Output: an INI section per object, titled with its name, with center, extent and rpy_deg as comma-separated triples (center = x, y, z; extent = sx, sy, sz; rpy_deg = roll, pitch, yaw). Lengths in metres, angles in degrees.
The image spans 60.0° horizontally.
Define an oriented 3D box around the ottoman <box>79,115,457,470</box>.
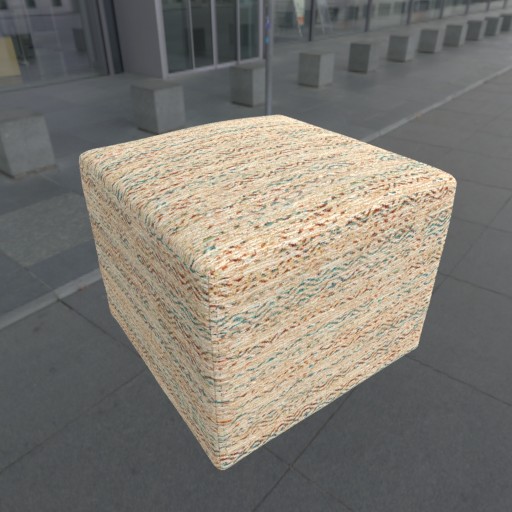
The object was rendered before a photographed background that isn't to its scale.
[ottoman]
center = 0.000, 0.000, 0.909
extent = 0.512, 0.453, 0.521
rpy_deg = -21, 37, -29
